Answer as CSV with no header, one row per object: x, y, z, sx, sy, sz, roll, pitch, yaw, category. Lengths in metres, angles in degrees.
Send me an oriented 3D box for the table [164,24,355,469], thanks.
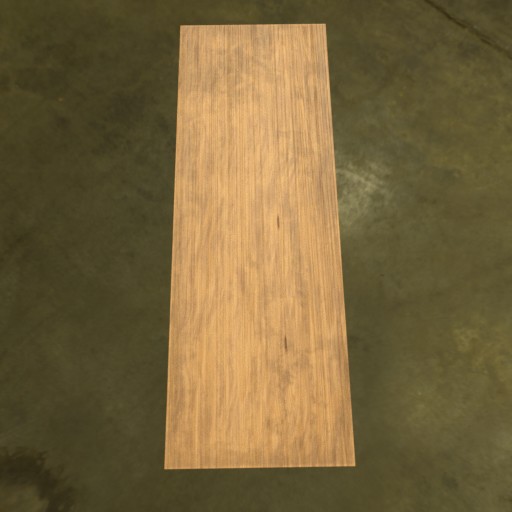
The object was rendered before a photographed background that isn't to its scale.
0.000,0.000,1.472,0.410,0.771,1.151,-1,75,0,table
